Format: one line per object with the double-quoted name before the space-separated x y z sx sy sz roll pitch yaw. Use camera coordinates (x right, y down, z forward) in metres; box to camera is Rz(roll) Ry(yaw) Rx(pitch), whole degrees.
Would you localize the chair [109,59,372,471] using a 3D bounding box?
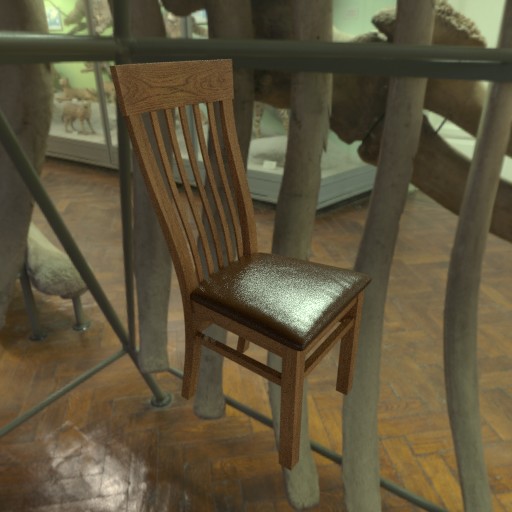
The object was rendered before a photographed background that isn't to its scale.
"chair" 0.000 0.000 1.324 0.580 1.050 0.450 17 31 32
